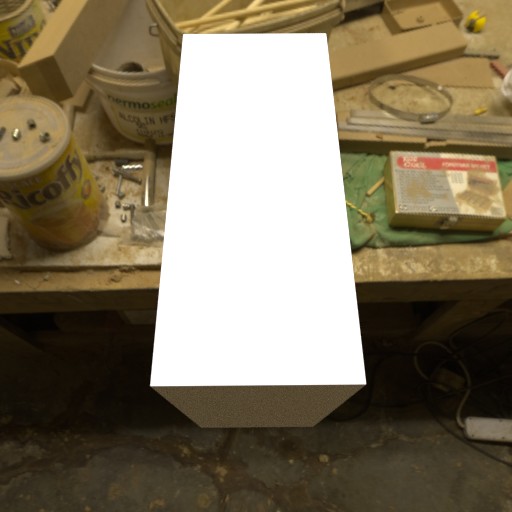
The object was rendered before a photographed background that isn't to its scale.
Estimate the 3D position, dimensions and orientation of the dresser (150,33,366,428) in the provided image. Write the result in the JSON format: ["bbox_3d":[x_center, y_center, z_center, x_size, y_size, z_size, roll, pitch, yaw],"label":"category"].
[{"bbox_3d":[0.000,0.000,1.631,0.460,1.000,1.100,0,64,0],"label":"dresser"}]
